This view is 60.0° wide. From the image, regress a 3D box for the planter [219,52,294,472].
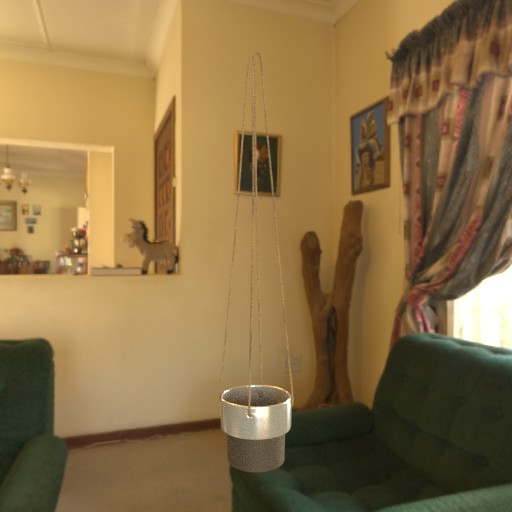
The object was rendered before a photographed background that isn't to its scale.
[{"bbox_3d":[0.000,0.000,1.172,0.187,1.073,0.187,0,0,-36],"label":"planter"}]
